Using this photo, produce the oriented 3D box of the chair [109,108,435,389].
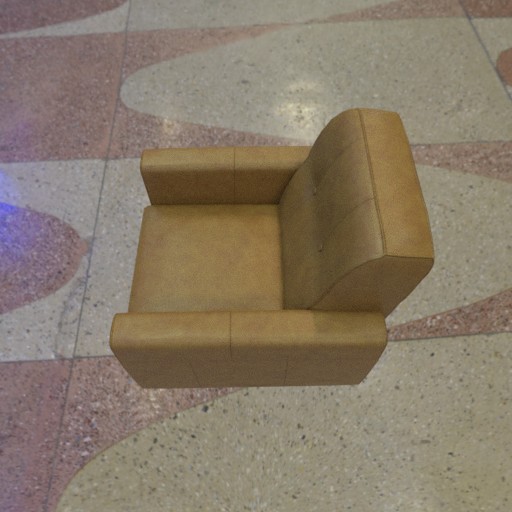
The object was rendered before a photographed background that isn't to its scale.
[{"bbox_3d":[0.000,0.000,1.668,0.942,0.968,0.845,0,58,0],"label":"chair"}]
